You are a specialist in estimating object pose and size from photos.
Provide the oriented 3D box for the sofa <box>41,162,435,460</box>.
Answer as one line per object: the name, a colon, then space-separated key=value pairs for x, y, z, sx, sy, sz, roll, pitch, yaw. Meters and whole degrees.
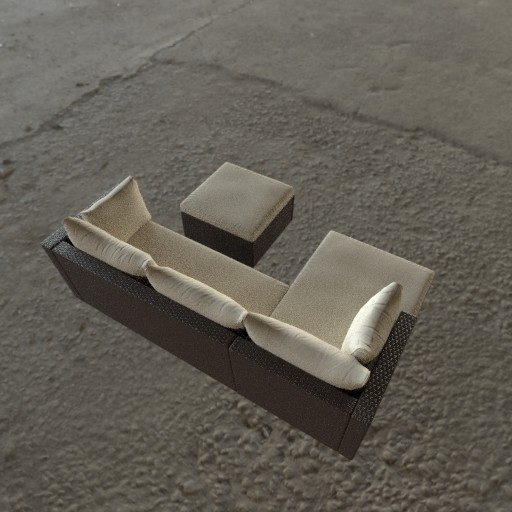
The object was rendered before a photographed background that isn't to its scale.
sofa: x=0.000 y=0.000 z=3.027 sx=2.192 sy=0.766 sz=1.612 roll=24 pitch=53 yaw=20
